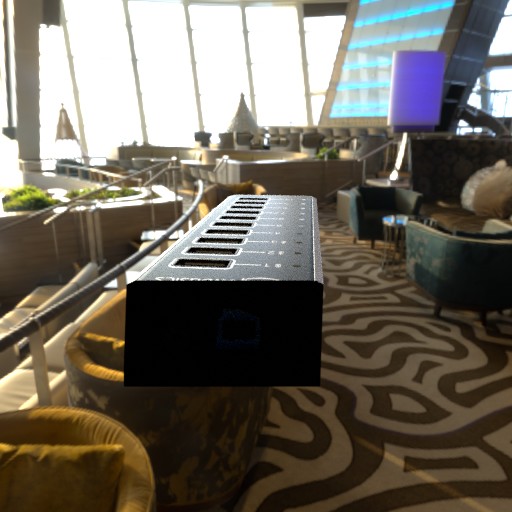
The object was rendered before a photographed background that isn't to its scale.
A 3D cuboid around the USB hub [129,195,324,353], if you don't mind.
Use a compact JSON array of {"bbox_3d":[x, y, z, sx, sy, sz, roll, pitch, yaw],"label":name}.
[{"bbox_3d":[0.000,0.000,0.160,0.044,0.023,0.145,2,16,6],"label":"USB hub"}]
